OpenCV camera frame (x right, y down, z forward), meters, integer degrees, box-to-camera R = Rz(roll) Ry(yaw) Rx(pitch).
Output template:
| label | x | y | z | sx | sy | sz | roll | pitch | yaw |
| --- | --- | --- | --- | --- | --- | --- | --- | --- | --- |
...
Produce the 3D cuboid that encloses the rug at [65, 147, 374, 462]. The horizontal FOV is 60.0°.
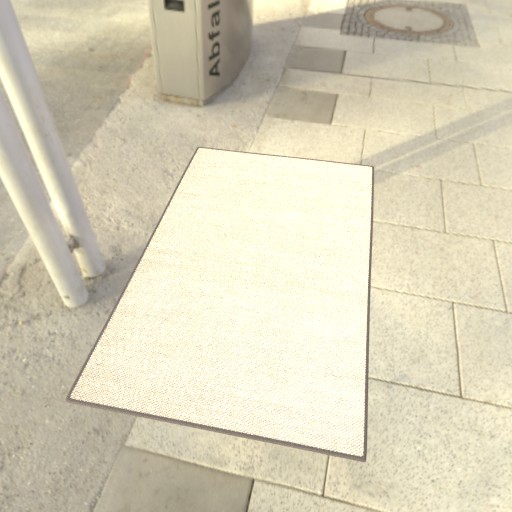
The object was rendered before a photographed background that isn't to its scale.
| label | x | y | z | sx | sy | sz | roll | pitch | yaw |
| --- | --- | --- | --- | --- | --- | --- | --- | --- | --- |
| rug | 0.000 | 0.000 | 2.075 | 1.067 | 0.013 | 1.676 | 8 | 47 | 8 |
